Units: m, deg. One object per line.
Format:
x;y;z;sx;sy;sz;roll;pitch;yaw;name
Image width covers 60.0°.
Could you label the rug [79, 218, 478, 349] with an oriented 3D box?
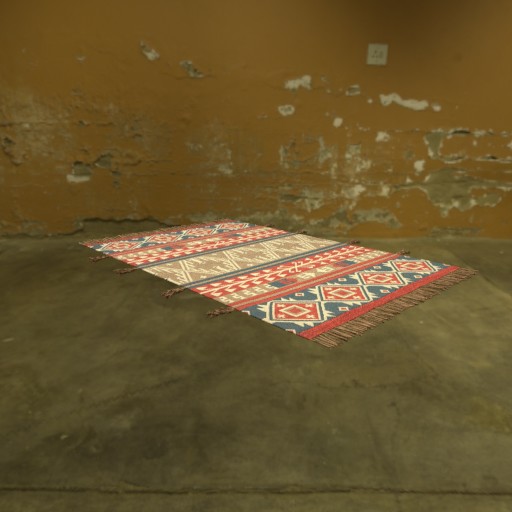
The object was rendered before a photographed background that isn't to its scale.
0.000;0.000;3.070;1.778;0.048;2.450;-14;21;-41;rug
